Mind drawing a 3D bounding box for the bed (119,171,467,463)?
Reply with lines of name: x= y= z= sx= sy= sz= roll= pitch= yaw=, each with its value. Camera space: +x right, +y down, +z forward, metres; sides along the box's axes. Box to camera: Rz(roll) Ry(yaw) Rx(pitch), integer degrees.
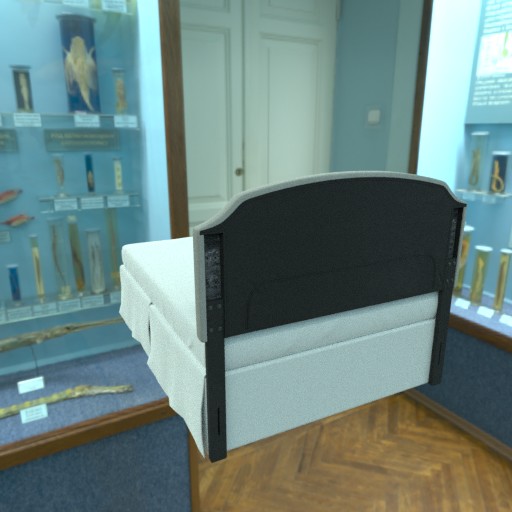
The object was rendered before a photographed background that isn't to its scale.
bed: x=0.000 y=0.000 z=3.002 sx=1.558 sy=1.270 sz=1.999 roll=-8 pitch=17 yaw=-26
